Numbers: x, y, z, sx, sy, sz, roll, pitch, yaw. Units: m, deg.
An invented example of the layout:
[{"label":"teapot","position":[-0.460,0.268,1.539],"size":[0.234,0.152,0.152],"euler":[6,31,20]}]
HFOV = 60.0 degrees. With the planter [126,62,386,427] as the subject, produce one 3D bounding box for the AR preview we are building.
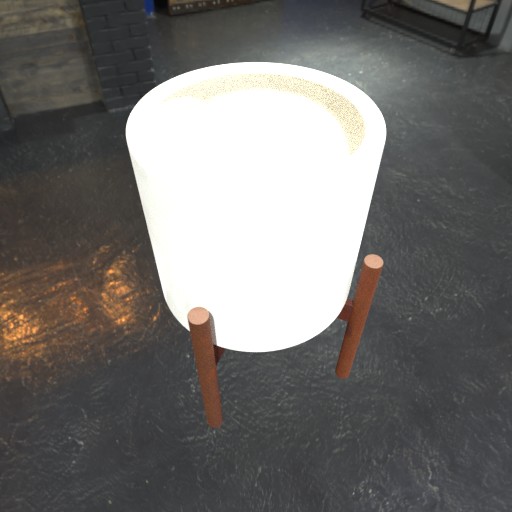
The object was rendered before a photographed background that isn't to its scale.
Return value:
[{"label":"planter","position":[0.000,0.000,0.516],"size":[0.224,0.358,0.224],"euler":[-16,49,-15]}]
